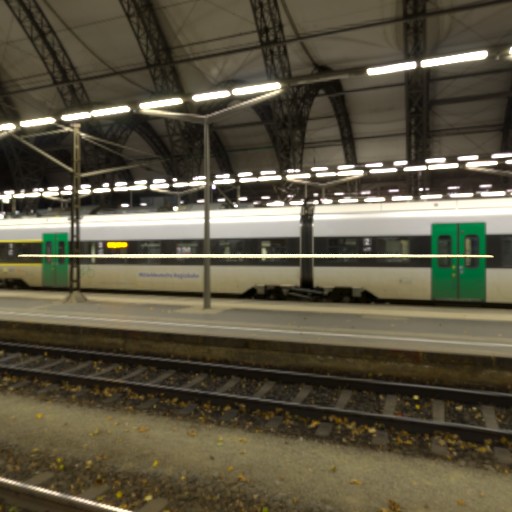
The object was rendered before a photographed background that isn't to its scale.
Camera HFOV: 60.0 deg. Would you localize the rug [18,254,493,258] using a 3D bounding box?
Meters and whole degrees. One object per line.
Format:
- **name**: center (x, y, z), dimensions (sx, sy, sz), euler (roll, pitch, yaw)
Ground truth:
- **rug**: center (0.000, 0.000, 2.348), dimensions (1.850, 0.015, 1.250), euler (0, 0, 1)
